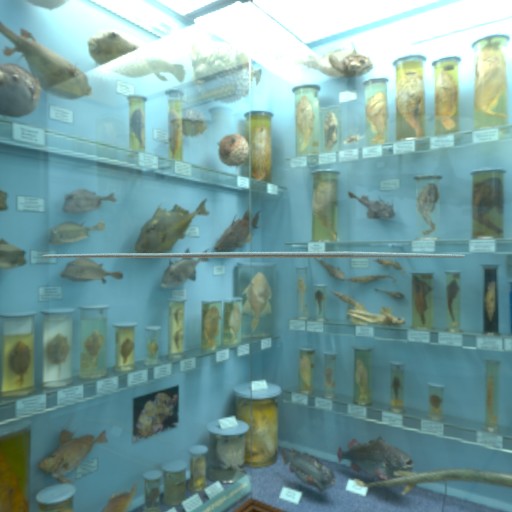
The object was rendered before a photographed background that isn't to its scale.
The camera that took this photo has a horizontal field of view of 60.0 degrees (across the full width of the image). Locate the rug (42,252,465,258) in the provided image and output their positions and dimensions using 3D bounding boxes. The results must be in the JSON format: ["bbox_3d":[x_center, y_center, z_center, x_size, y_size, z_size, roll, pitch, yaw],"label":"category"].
[{"bbox_3d":[0.000,0.000,4.098,3.066,0.030,2.462,0,0,37],"label":"rug"}]
